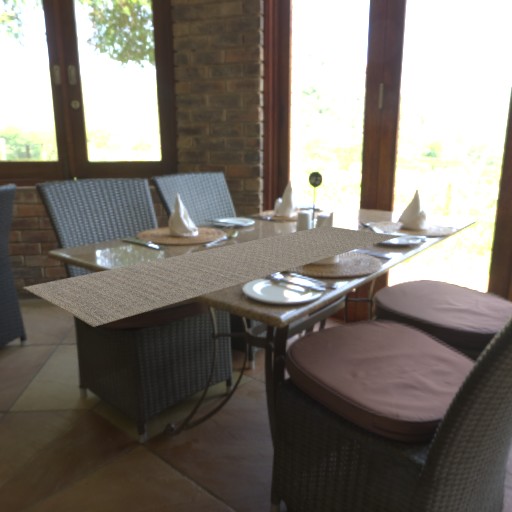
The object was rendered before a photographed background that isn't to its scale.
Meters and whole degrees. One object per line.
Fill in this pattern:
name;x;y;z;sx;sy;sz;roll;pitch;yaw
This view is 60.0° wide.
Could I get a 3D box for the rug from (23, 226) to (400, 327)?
rug;0.000;0.000;2.702;0.688;0.005;2.437;12;18;42
